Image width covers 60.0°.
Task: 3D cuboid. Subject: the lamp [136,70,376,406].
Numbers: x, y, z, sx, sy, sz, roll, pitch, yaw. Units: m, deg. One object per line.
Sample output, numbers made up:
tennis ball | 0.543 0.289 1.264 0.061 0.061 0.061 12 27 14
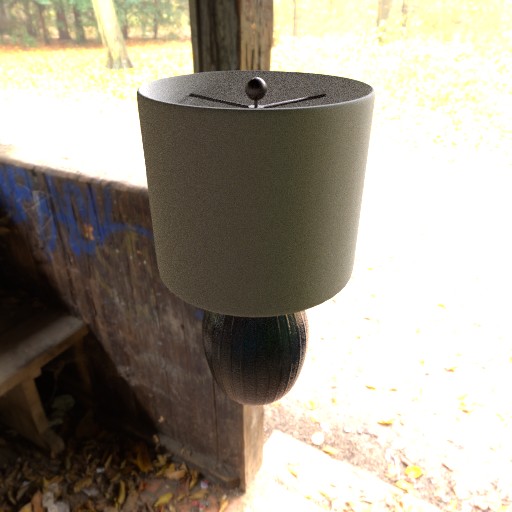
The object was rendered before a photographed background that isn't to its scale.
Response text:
lamp | 0.000 0.000 0.756 0.329 0.570 0.329 1 30 1
